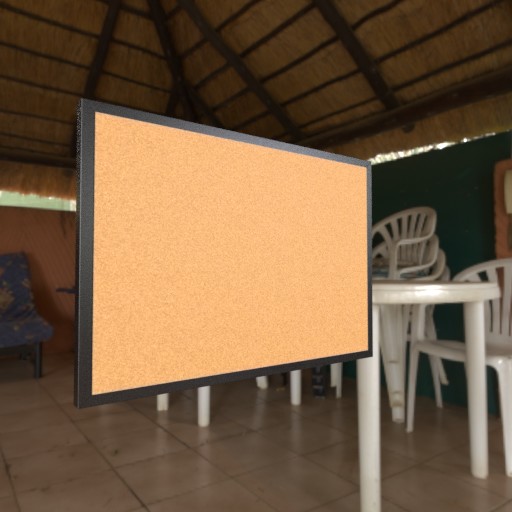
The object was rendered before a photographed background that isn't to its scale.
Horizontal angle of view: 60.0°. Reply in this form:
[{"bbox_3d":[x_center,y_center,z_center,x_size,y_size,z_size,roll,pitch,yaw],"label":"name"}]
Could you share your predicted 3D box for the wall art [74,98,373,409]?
[{"bbox_3d":[0.000,0.000,0.854,0.657,0.458,0.027,1,-2,-36],"label":"wall art"}]
